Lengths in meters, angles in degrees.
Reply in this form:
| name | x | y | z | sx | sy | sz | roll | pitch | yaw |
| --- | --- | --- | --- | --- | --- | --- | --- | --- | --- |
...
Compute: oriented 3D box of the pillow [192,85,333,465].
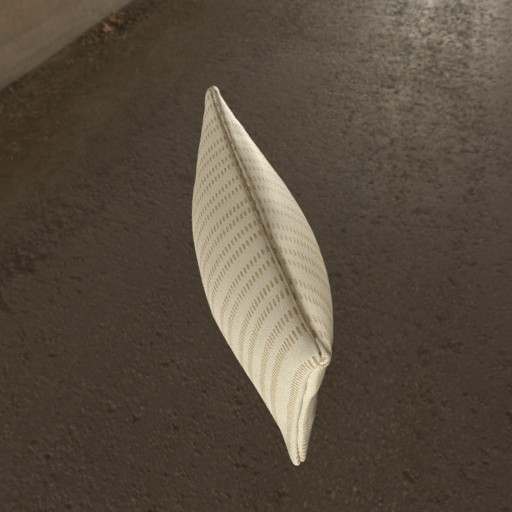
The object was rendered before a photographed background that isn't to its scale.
| name | x | y | z | sx | sy | sz | roll | pitch | yaw |
| --- | --- | --- | --- | --- | --- | --- | --- | --- | --- |
| pillow | 0.000 | 0.000 | 0.814 | 0.210 | 0.353 | 0.640 | -11 | 49 | -10 |
